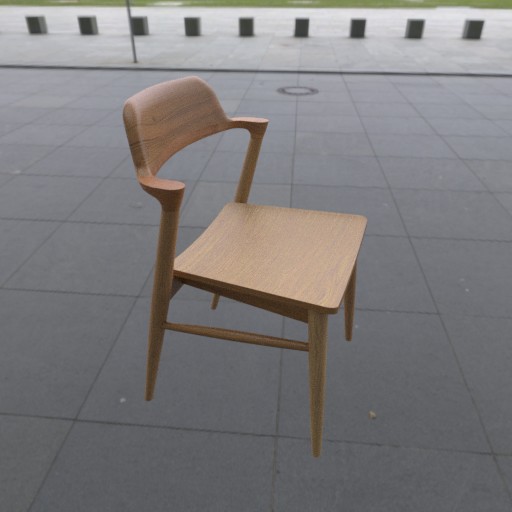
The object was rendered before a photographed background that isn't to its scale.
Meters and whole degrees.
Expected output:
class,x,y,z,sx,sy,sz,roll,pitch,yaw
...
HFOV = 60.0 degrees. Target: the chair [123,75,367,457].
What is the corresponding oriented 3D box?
class,x,y,z,sx,sy,sz,roll,pitch,yaw
chair,0.000,0.000,1.123,0.499,0.792,0.512,11,34,17
